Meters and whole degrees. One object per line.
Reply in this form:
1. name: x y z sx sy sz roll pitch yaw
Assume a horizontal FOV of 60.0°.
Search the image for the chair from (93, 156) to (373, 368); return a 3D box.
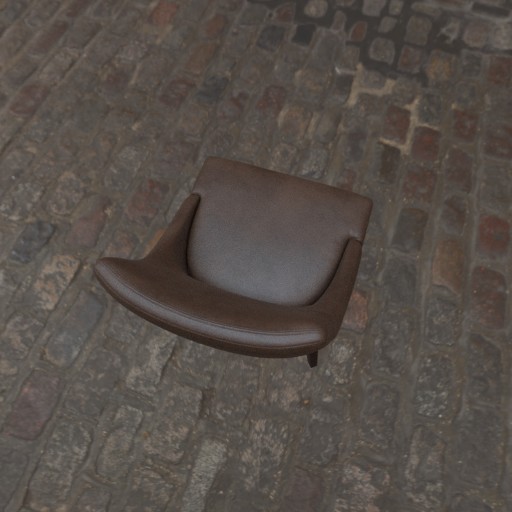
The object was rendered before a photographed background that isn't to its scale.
1. chair: 0.000 0.000 1.505 0.701 0.909 0.861 17 64 8
